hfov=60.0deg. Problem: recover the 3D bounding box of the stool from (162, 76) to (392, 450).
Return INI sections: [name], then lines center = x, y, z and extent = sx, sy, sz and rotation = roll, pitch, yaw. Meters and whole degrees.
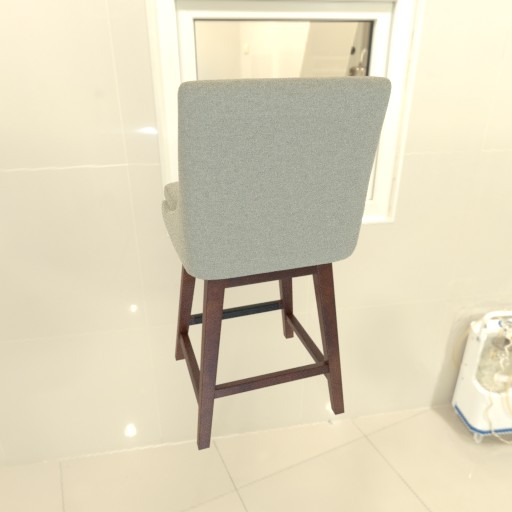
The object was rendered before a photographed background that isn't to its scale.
[stool]
center = 0.000, 0.000, 1.284
extent = 0.469, 0.991, 0.559
rotation = -8, 27, -16
